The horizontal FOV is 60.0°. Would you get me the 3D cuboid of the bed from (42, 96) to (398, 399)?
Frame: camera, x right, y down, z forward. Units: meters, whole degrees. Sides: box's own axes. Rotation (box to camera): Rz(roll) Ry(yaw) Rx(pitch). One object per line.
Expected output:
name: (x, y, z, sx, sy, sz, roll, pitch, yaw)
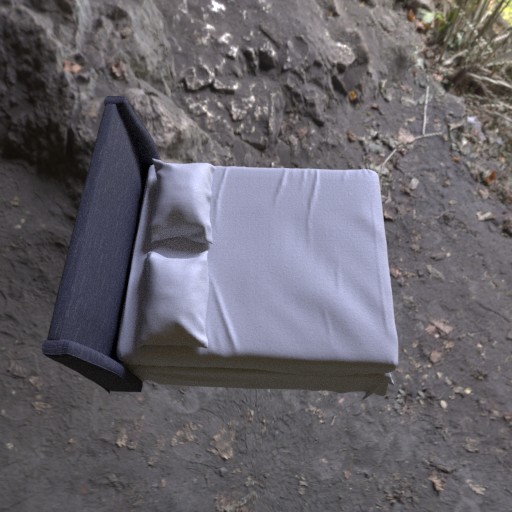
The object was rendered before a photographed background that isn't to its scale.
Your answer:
bed: (0.000, 0.000, 3.365, 2.276, 1.332, 1.925, 2, 64, 1)
